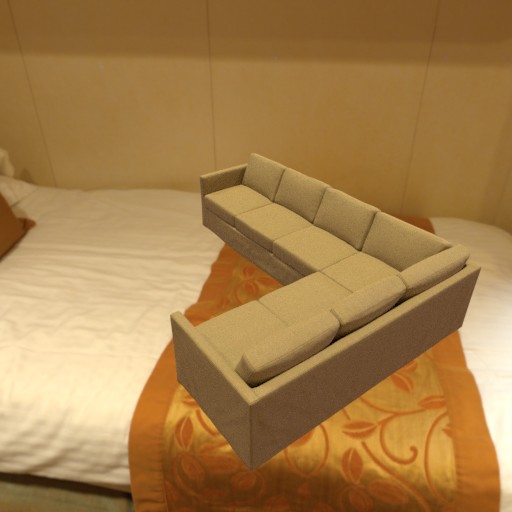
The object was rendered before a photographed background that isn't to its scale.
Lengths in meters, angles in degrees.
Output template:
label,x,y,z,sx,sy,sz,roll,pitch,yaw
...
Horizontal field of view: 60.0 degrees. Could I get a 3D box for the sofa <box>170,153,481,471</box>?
label,x,y,z,sx,sy,sz,roll,pitch,yaw
sofa,0.000,0.000,4.341,2.432,0.871,3.182,-21,38,-30
